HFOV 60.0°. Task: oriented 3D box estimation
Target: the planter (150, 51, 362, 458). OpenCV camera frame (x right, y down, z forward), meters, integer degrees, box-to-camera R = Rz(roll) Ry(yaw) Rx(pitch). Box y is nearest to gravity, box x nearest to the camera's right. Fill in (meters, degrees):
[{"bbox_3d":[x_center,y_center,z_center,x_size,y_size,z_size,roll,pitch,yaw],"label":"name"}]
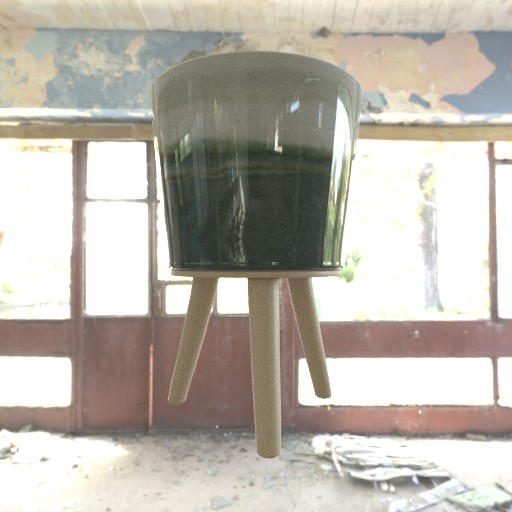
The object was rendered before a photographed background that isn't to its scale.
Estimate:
[{"bbox_3d":[0.000,0.000,0.462,0.217,0.331,0.217,-1,-1,37],"label":"planter"}]
